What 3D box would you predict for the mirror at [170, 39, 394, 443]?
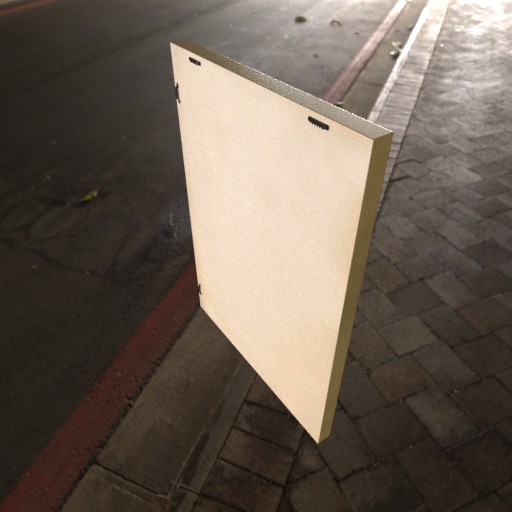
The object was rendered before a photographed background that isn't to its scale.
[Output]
[{"bbox_3d":[0.000,0.000,0.903,0.040,0.710,0.507,-25,46,-27],"label":"mirror"}]
